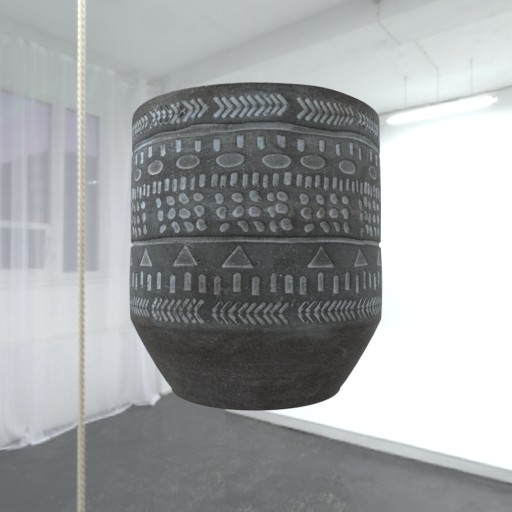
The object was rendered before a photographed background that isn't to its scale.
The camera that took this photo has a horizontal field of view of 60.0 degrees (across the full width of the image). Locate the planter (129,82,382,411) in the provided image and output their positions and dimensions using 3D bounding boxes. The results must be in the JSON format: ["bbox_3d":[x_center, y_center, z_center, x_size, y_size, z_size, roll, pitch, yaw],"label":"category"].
[{"bbox_3d":[0.000,0.000,0.260,0.142,0.149,0.142,0,-1,0],"label":"planter"}]
